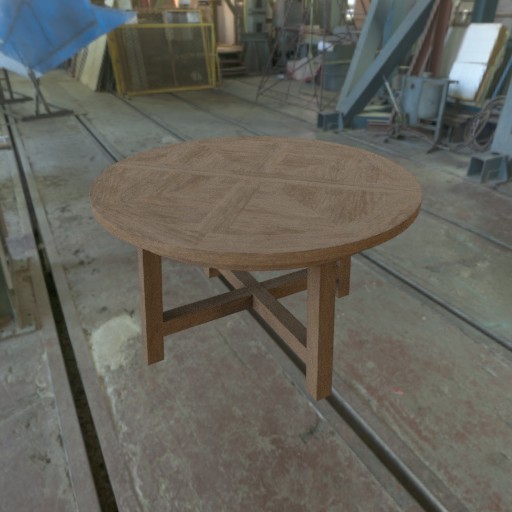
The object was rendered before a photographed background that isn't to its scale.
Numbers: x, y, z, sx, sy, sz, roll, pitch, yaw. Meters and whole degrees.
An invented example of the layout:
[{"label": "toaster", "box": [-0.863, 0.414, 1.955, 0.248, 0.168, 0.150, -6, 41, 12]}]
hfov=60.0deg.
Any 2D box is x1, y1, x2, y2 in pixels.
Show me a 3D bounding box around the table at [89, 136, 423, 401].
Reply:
[{"label": "table", "box": [0.000, 0.000, 2.032, 1.319, 0.762, 1.319, 0, 29, 0]}]
